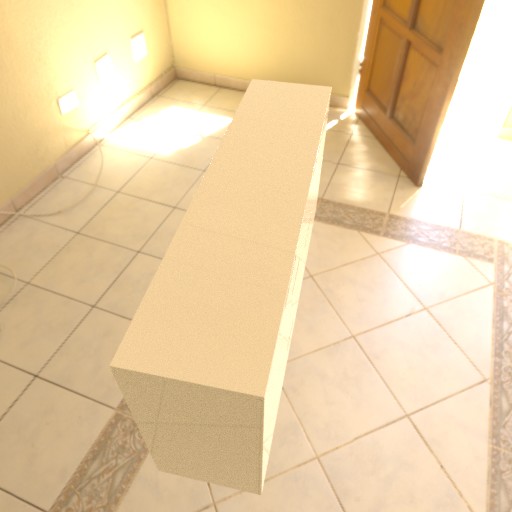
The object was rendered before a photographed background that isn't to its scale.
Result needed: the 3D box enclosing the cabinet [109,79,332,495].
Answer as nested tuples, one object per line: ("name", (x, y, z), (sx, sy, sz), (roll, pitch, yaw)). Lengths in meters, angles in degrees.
("cabinet", (0.000, 0.000, 1.934), (0.400, 0.800, 1.650), (9, 47, 8))
